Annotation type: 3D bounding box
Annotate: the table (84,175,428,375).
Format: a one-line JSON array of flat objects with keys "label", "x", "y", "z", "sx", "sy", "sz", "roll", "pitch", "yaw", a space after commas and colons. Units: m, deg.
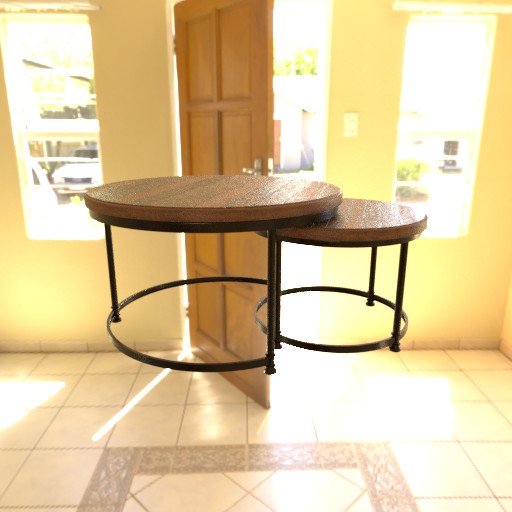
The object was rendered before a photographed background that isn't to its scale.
[{"label": "table", "x": 0.000, "y": 0.000, "z": 1.644, "sx": 1.152, "sy": 0.516, "sz": 0.870, "roll": -3, "pitch": 16, "yaw": -10}]
